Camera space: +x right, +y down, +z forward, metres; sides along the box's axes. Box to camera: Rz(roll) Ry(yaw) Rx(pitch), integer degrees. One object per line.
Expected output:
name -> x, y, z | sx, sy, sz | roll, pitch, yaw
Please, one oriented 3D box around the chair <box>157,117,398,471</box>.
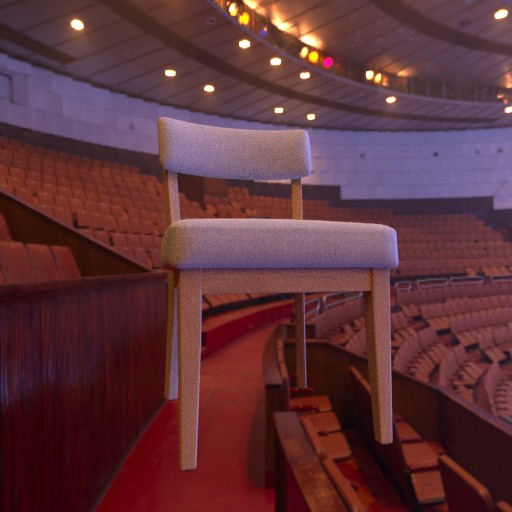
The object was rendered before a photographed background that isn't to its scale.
chair -> 0.000, 0.000, 1.168 | 0.508, 0.832, 0.572 | 0, -1, -16
